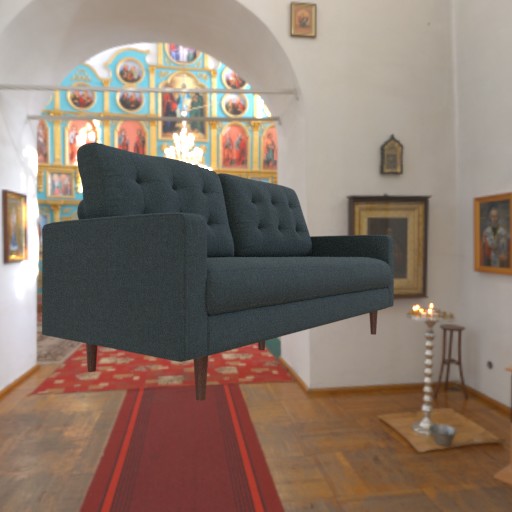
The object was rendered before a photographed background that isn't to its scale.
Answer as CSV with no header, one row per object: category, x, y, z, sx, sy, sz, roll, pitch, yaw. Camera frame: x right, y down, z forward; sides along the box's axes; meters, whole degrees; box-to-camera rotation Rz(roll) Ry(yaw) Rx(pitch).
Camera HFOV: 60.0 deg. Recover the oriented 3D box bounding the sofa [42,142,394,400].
sofa,0.000,0.000,2.506,0.966,1.050,2.010,0,0,36
